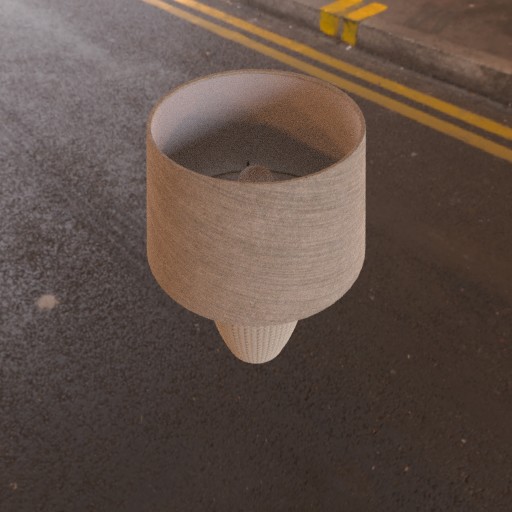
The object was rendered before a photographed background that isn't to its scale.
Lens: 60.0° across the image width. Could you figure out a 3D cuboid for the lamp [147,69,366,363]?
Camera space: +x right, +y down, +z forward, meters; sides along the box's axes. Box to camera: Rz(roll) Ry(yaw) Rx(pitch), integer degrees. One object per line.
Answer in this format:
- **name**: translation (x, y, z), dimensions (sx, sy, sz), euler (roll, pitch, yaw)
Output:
- **lamp**: translation (0.000, 0.000, 0.842), dimensions (0.390, 0.580, 0.390), euler (0, 47, 0)
